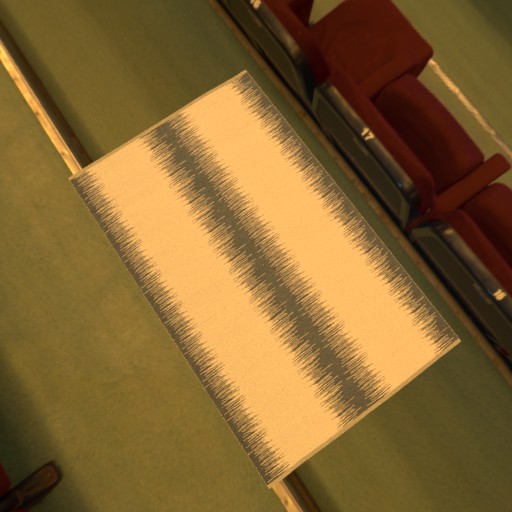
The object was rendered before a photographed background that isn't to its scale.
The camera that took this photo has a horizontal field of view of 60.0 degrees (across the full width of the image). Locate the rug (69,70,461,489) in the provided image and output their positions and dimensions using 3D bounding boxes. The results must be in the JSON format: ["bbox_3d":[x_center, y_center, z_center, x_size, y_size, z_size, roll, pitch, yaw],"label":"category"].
[{"bbox_3d":[0.000,0.000,2.987,1.519,0.003,2.453,-34,79,-8],"label":"rug"}]
